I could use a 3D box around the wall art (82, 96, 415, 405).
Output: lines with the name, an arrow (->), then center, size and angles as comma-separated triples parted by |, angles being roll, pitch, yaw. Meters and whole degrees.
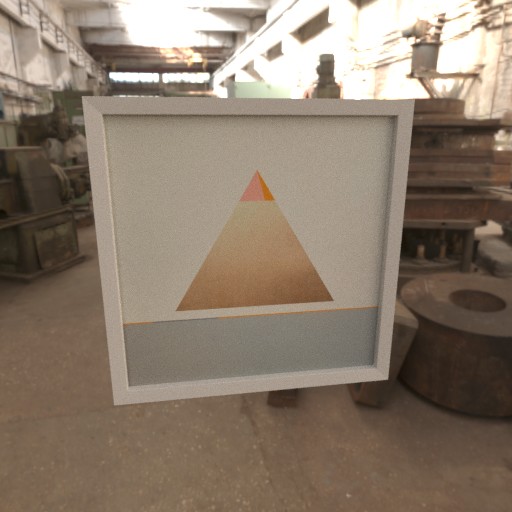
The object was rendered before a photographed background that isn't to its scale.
wall art -> 0.000, 0.000, 1.927 | 1.289, 1.291, 0.098 | -3, 17, -9
